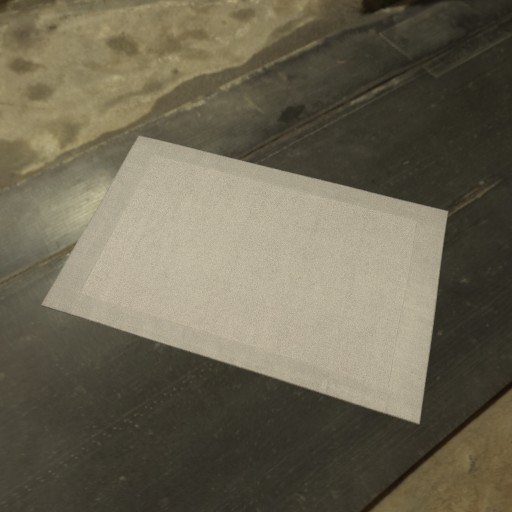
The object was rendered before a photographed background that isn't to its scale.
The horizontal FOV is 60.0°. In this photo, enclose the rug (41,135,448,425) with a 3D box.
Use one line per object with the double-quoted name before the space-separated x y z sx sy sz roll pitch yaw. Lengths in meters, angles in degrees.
"rug" 0.000 0.000 3.034 2.438 0.014 1.524 15 63 8
